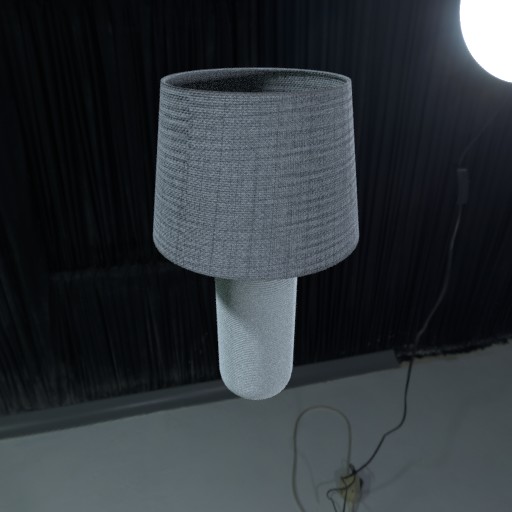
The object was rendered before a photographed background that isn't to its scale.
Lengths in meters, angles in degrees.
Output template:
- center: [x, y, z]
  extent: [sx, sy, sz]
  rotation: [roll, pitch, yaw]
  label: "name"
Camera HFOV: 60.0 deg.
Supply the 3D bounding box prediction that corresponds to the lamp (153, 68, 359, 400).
- center: [0.000, 0.000, 0.572]
  extent: [0.251, 0.429, 0.251]
  rotation: [0, 29, 0]
  label: "lamp"
